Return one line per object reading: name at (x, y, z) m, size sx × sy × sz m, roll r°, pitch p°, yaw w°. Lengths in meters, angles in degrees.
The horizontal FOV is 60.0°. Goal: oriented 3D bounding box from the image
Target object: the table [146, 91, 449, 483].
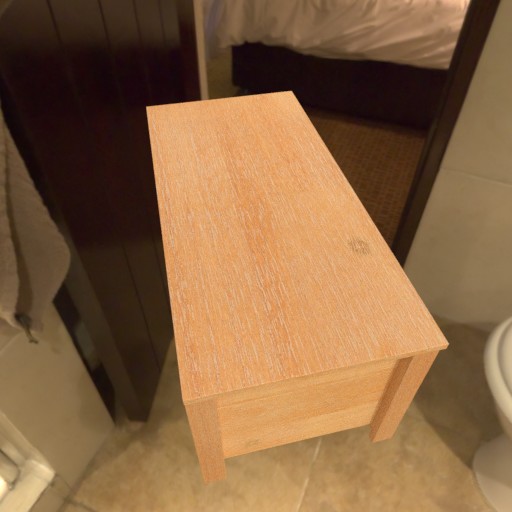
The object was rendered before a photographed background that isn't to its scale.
table at (0.000, 0.000, 1.272) m, size 0.483 × 0.457 × 1.016 m, roll -9°, pitch 47°, yaw -9°
